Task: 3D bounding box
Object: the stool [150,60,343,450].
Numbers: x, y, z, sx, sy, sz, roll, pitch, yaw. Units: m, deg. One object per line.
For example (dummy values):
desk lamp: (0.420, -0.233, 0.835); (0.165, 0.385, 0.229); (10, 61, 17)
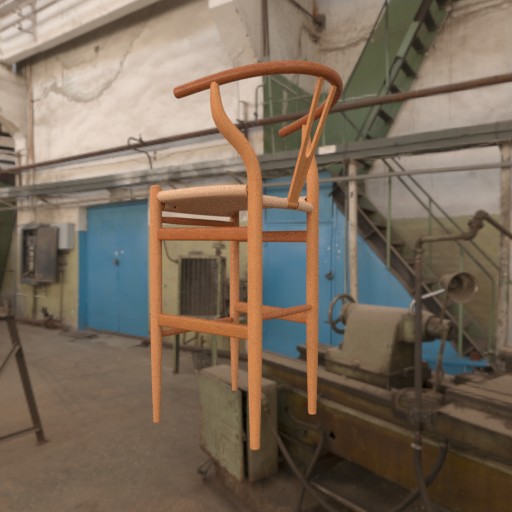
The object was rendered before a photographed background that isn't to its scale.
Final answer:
stool: (0.000, 0.000, 1.429); (0.561, 1.068, 0.574); (1, 1, 36)
